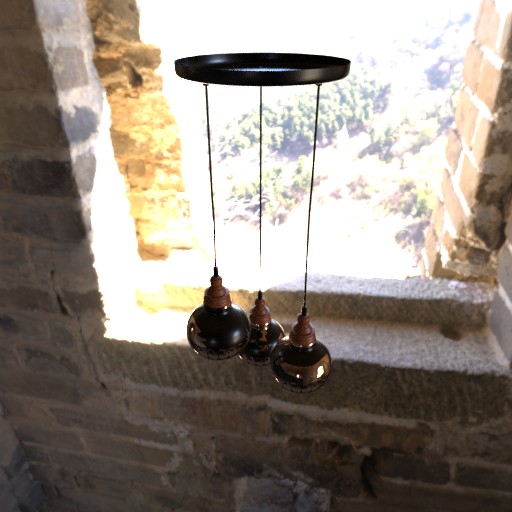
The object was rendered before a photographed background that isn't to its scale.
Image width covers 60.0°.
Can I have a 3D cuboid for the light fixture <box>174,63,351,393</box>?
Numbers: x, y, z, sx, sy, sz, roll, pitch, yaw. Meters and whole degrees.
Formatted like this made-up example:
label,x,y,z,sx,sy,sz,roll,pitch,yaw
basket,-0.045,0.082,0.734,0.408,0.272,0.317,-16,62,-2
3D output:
label,x,y,z,sx,sy,sz,roll,pitch,yaw
light fixture,0.000,0.000,1.740,0.605,1.410,0.608,-18,34,-29
